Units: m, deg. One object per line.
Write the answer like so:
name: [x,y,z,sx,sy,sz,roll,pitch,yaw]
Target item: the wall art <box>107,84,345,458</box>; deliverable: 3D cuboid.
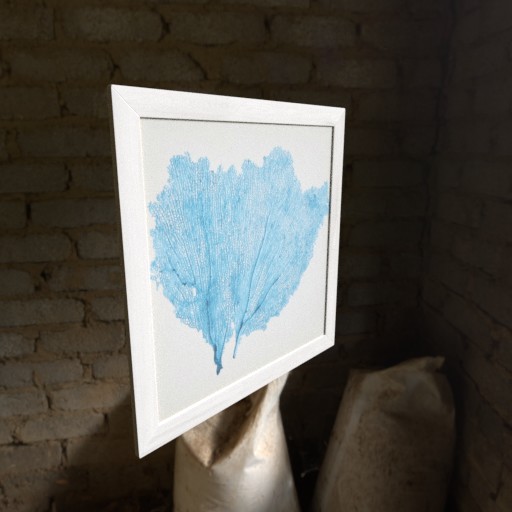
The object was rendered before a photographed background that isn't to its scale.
wall art: [0.000,0.000,0.875,0.013,0.584,0.584,13,19,41]
